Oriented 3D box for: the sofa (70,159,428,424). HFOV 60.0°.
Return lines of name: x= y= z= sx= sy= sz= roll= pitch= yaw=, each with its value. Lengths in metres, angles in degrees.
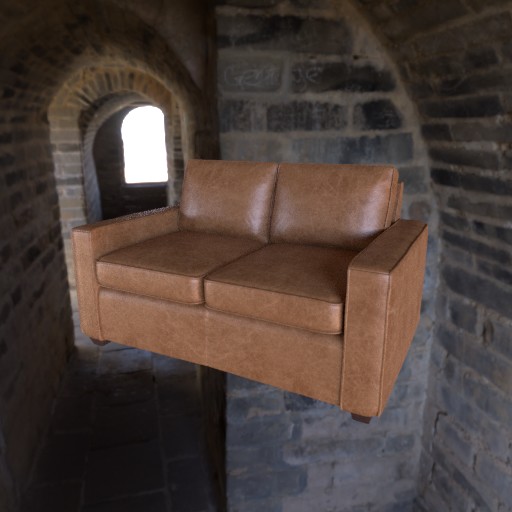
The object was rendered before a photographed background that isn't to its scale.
sofa: x=0.000 y=0.000 z=2.225 sx=1.532 sy=0.896 sz=1.020 roll=8 pitch=17 yaw=27
